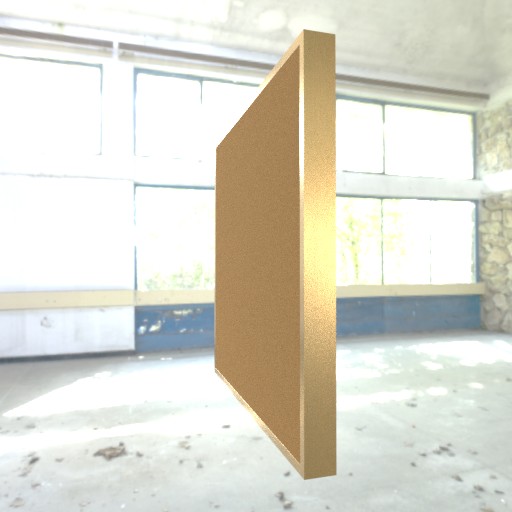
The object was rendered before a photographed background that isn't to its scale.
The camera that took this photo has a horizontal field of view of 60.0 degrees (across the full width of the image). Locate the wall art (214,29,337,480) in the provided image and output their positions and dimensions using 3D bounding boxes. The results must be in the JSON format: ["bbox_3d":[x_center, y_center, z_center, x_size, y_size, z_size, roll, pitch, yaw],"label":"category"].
[{"bbox_3d":[0.000,0.000,0.749,0.040,0.509,0.509,0,-1,-17],"label":"wall art"}]
